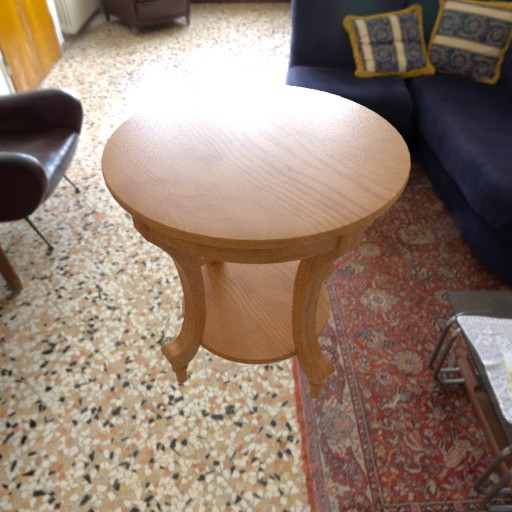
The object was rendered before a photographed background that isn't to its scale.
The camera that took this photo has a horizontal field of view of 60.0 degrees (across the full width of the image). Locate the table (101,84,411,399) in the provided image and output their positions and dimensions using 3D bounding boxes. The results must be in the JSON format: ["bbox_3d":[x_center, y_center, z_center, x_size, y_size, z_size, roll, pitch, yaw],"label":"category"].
[{"bbox_3d":[0.000,0.000,1.087,0.597,0.612,0.597,0,43,0],"label":"table"}]
